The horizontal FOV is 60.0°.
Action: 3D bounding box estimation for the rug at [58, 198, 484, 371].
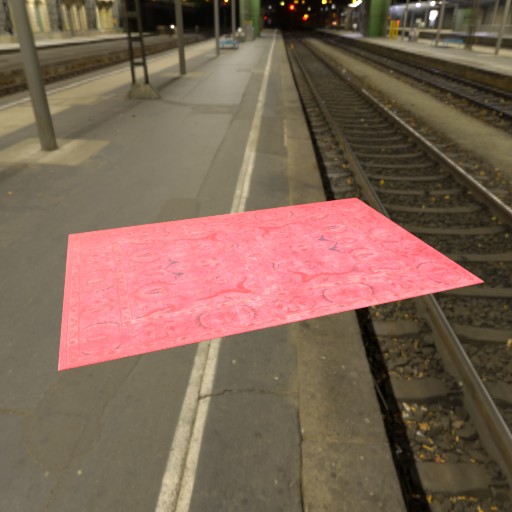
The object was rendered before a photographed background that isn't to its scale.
[{"bbox_3d":[0.000,0.000,3.004,2.423,0.010,1.534,-9,29,-16],"label":"rug"}]
